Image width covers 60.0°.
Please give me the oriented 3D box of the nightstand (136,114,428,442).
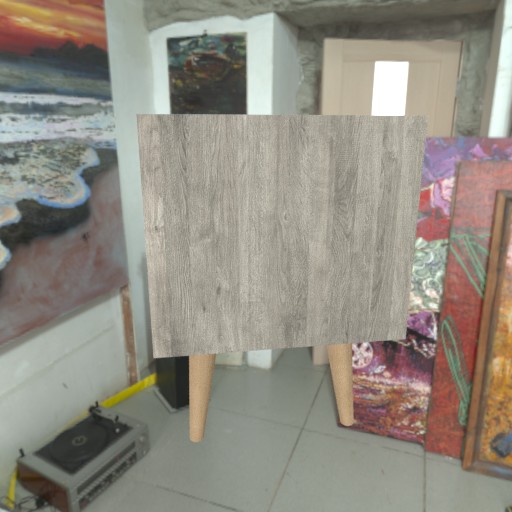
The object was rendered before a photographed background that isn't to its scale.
[{"bbox_3d":[0.000,0.000,0.848,0.380,0.500,0.480,-2,16,-9],"label":"nightstand"}]
